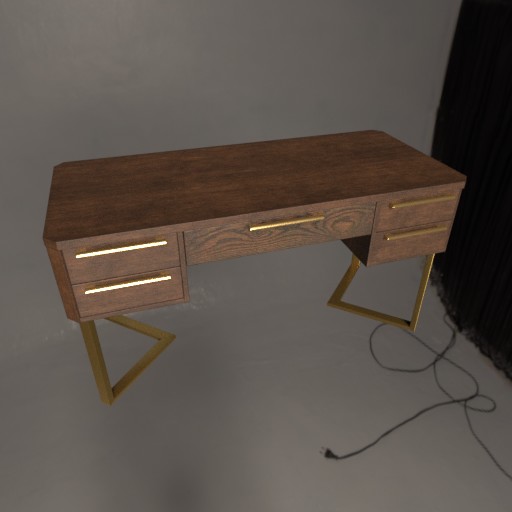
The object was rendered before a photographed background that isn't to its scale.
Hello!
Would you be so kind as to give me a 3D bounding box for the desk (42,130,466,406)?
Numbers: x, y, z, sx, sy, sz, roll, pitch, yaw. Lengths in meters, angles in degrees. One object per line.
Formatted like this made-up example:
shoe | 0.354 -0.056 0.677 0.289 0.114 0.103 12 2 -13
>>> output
desk | 0.000 0.000 1.902 1.479 0.762 0.684 -10 34 -15
